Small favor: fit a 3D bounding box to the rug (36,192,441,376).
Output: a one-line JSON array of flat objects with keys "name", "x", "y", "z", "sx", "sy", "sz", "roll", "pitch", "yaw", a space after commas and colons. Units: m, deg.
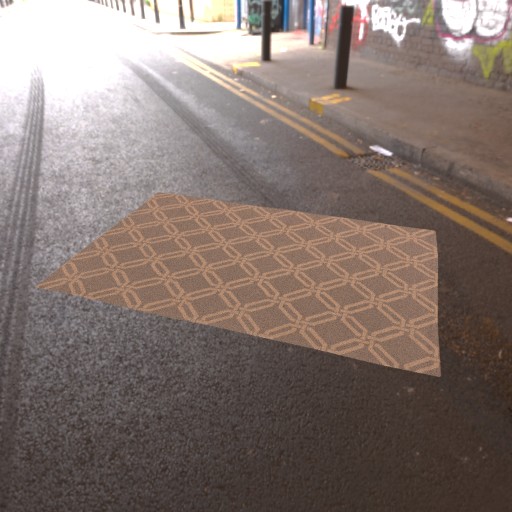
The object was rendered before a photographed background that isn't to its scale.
[{"name": "rug", "x": 0.000, "y": 0.000, "z": 2.248, "sx": 1.754, "sy": 0.010, "sz": 1.148, "roll": 10, "pitch": 33, "yaw": 15}]
